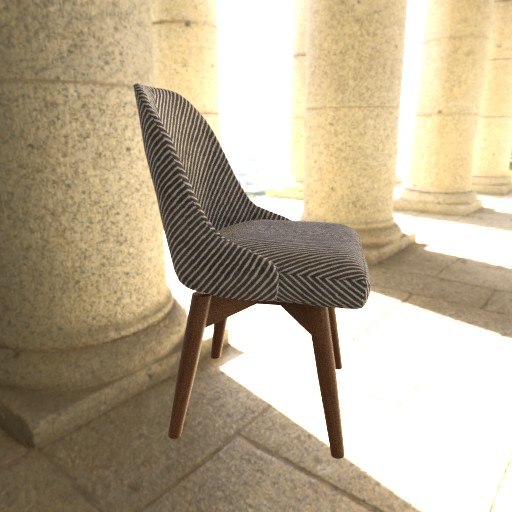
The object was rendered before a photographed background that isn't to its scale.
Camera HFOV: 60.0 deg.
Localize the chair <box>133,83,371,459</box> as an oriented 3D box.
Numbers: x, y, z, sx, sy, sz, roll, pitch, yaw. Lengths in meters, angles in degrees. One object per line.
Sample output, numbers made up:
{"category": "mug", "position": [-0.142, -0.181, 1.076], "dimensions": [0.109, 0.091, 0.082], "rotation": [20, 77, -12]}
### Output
{"category": "chair", "position": [0.000, 0.000, 1.218], "dimensions": [0.591, 0.883, 0.504], "rotation": [3, 16, 9]}
